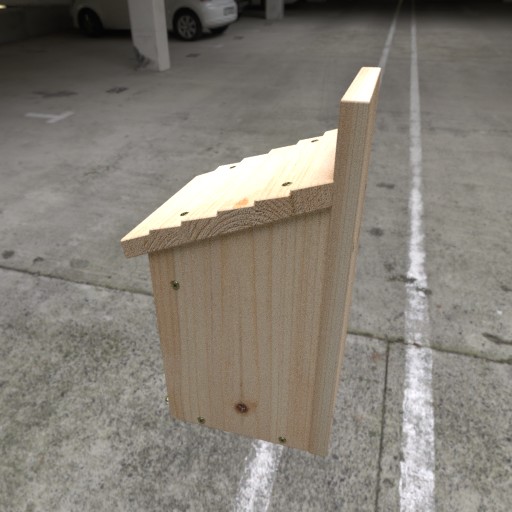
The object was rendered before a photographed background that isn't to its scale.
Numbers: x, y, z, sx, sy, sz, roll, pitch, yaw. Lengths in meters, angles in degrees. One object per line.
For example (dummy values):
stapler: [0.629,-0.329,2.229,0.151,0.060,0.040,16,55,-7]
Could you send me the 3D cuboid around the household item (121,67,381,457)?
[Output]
household item: [0.000,0.000,0.395,0.171,0.300,0.149,8,31,14]
